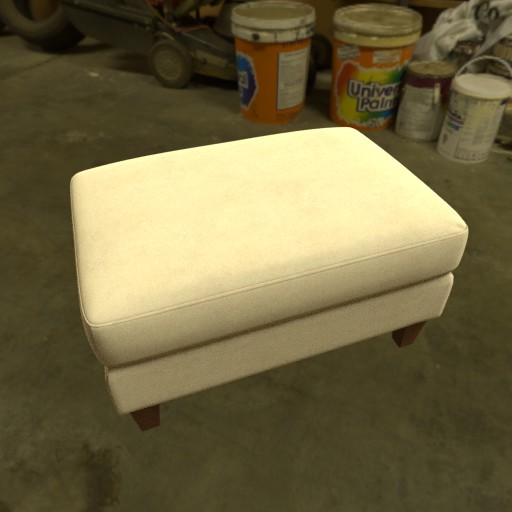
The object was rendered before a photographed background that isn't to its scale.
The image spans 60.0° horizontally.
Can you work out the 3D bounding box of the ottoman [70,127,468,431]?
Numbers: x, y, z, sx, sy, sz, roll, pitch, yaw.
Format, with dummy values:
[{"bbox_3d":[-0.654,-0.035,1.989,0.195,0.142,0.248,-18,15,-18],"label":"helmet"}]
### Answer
[{"bbox_3d":[0.000,0.000,1.194,0.864,0.483,0.584,-13,43,-15],"label":"ottoman"}]
